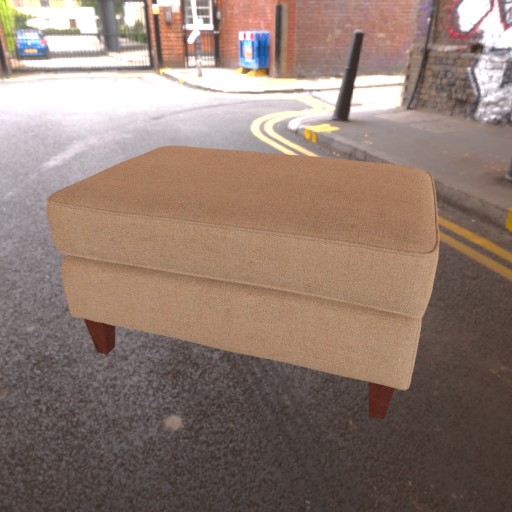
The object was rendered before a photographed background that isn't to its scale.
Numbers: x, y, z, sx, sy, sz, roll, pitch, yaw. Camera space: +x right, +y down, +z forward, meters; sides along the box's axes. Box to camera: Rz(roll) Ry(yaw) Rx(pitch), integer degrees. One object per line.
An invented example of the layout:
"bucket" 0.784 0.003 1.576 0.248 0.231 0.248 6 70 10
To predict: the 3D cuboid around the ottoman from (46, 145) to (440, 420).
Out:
"ottoman" 0.000 0.000 1.208 0.862 0.484 0.583 8 28 16
